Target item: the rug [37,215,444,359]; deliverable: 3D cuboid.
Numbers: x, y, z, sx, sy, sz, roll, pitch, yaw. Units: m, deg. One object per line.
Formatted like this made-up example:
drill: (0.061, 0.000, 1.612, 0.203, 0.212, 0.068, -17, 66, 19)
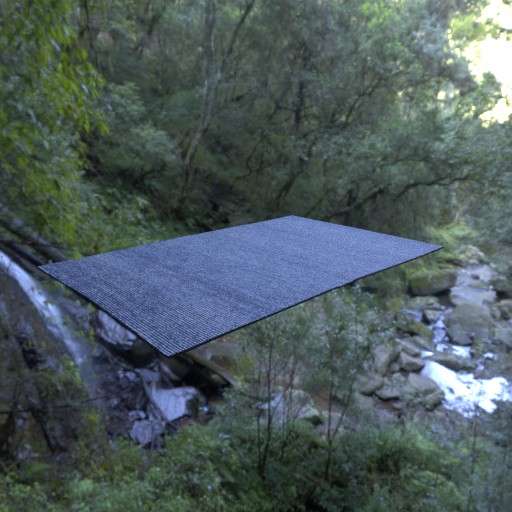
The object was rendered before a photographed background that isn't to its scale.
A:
rug: (0.000, 0.000, 2.293, 1.793, 0.025, 1.159, -15, 22, -40)
